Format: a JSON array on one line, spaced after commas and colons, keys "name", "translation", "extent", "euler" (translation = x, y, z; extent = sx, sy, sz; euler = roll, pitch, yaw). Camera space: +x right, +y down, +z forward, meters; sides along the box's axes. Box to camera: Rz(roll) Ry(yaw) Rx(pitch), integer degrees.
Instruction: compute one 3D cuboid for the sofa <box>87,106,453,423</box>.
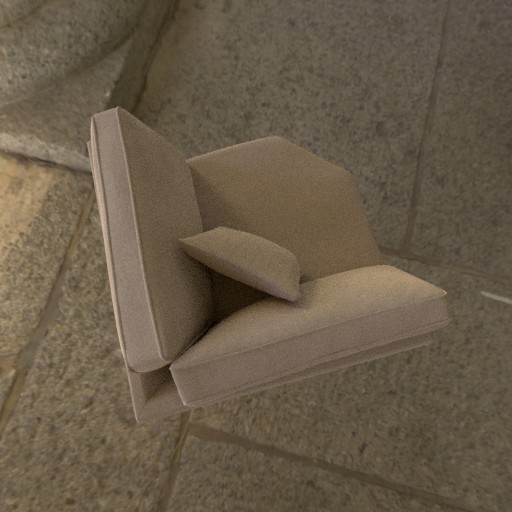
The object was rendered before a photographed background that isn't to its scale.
[{"name": "sofa", "translation": [0.000, 0.000, 1.839], "extent": [1.050, 0.937, 1.042], "euler": [-14, 75, -4]}]
